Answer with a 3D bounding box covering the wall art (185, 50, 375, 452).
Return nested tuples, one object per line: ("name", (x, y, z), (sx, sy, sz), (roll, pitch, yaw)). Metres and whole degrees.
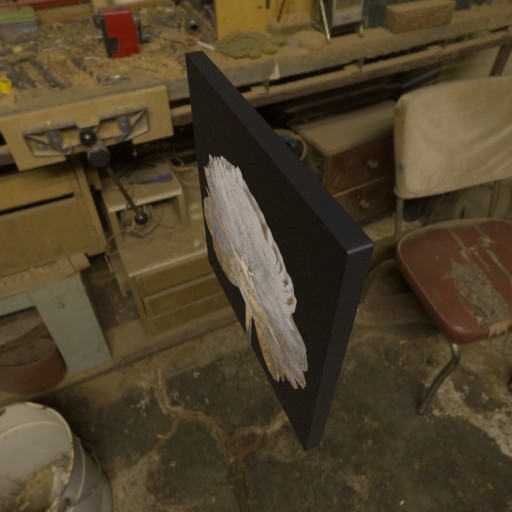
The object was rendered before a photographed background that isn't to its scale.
("wall art", (0.000, 0.000, 0.919), (0.043, 0.611, 0.610), (-18, 49, -16))
